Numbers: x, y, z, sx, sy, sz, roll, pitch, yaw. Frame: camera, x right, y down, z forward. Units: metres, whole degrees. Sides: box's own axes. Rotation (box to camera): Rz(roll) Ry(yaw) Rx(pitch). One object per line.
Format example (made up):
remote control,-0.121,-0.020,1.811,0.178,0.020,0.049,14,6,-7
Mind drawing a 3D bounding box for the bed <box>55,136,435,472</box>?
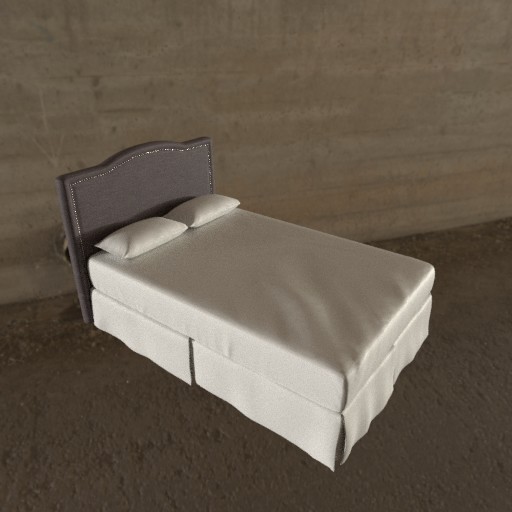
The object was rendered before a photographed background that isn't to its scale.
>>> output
bed,0.000,0.000,3.532,2.507,1.441,1.741,19,33,32
